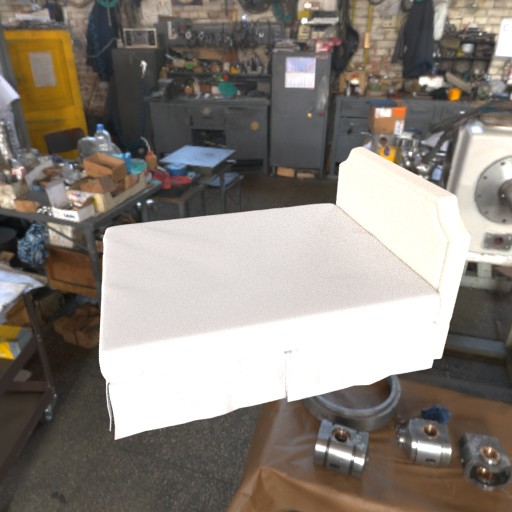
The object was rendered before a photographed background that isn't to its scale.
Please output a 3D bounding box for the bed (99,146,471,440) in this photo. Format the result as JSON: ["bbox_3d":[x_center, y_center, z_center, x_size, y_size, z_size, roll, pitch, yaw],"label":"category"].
[{"bbox_3d":[0.000,0.000,3.612,2.498,1.293,1.977,-8,29,-14],"label":"bed"}]
